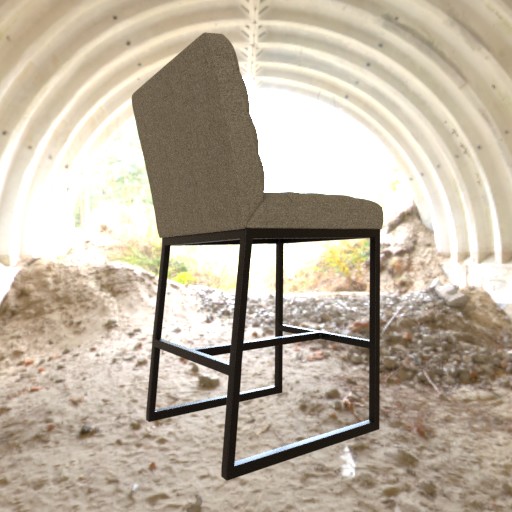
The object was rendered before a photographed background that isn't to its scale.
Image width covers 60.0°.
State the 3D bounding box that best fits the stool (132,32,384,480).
[{"bbox_3d":[0.000,0.000,1.236,0.560,0.940,0.460,1,-1,-36],"label":"stool"}]
